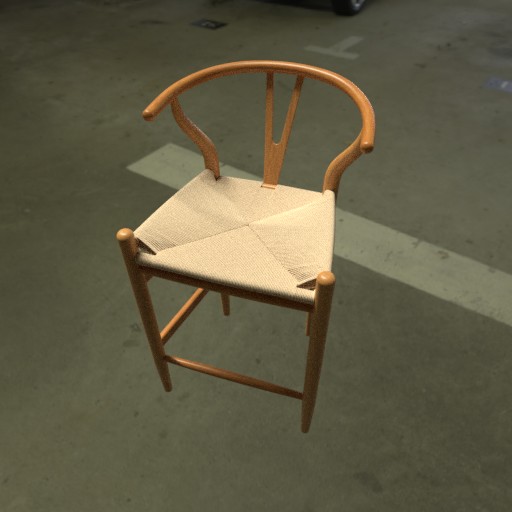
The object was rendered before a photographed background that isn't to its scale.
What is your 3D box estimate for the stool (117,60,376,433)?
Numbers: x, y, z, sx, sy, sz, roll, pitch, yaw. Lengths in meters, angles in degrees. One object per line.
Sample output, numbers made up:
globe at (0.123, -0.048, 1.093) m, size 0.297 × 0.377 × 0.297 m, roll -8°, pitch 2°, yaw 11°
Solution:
stool at (0.000, 0.000, 1.354) m, size 0.569 × 0.970 × 0.579 m, roll 12°, pitch 43°, yaw 13°
